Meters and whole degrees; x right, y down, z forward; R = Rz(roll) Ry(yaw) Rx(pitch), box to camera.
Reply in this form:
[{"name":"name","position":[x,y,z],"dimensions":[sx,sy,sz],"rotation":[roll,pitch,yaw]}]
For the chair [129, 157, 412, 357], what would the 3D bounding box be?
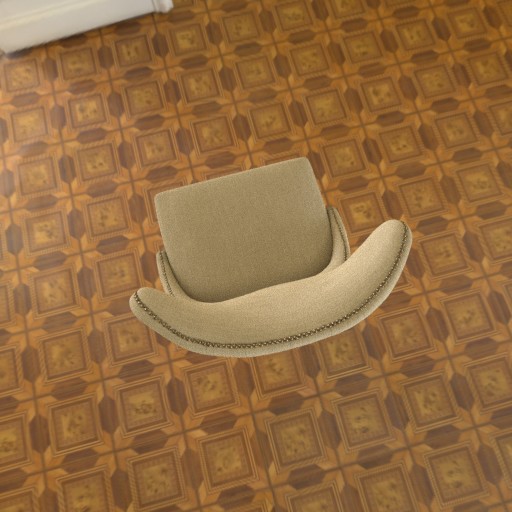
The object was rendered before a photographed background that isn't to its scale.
[{"name":"chair","position":[0.000,0.000,1.386],"dimensions":[0.628,0.967,0.635],"rotation":[-15,75,-4]}]
